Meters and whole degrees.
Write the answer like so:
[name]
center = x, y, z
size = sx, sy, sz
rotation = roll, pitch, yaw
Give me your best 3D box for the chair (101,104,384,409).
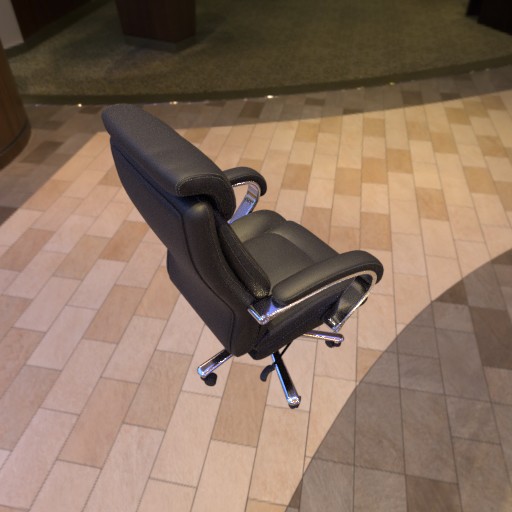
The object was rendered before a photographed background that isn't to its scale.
[chair]
center = 0.000, 0.000, 1.663
size = 0.790, 1.183, 0.755
rotation = -25, 47, -26
